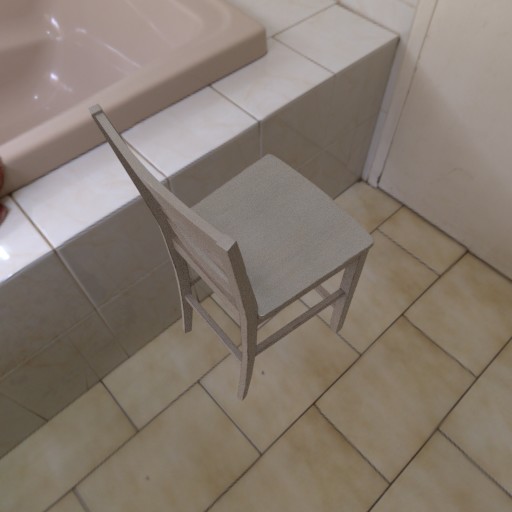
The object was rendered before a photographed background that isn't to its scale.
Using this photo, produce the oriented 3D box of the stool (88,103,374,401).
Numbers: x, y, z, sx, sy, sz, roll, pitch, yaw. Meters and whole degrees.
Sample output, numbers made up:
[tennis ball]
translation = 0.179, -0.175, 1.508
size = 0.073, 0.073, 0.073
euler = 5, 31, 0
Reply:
[stool]
translation = 0.000, 0.000, 1.348
size = 0.539, 1.079, 0.462
euler = -35, 63, -21
